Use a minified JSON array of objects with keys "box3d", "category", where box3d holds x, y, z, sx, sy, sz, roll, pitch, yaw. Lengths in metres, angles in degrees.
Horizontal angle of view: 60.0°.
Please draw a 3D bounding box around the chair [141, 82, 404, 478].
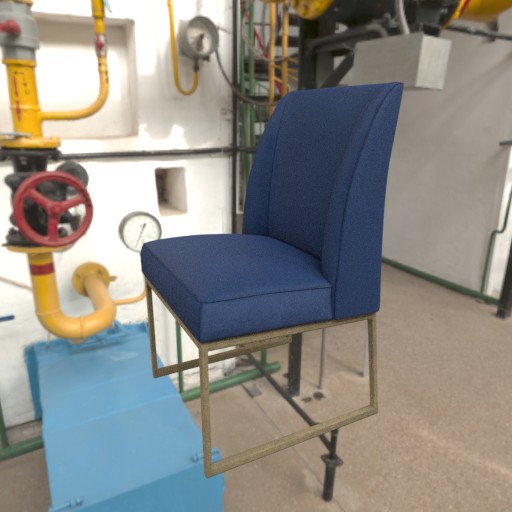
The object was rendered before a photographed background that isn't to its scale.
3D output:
[{"box3d":[0.000,0.000,1.191,0.522,0.863,0.508,-9,20,-26],"category":"chair"}]
